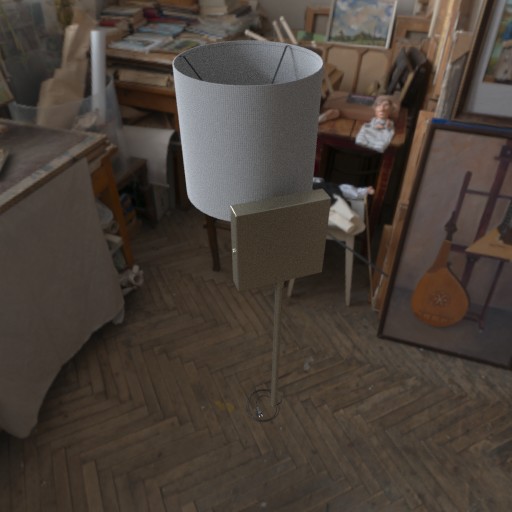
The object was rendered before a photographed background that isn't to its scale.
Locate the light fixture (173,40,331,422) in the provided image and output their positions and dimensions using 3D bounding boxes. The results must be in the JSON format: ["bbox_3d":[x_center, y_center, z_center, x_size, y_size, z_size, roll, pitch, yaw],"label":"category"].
[{"bbox_3d":[0.000,0.000,0.721,0.188,0.589,0.248,-12,41,-14],"label":"light fixture"}]
